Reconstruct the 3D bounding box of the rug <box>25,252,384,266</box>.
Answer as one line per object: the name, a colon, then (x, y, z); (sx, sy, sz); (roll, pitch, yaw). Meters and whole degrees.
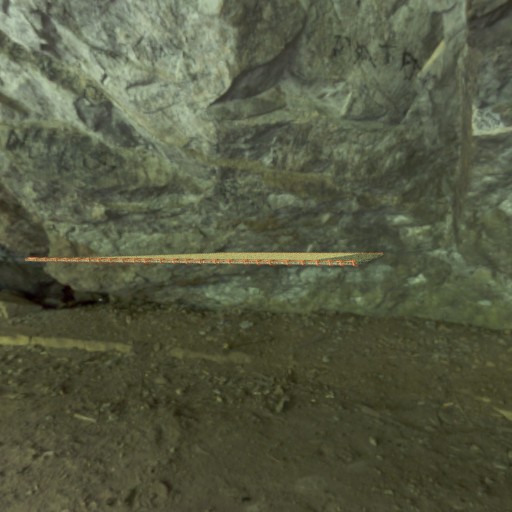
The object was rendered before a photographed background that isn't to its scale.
rug: (0.000, 0.000, 2.302); (1.220, 0.019, 1.838); (0, 1, 18)
